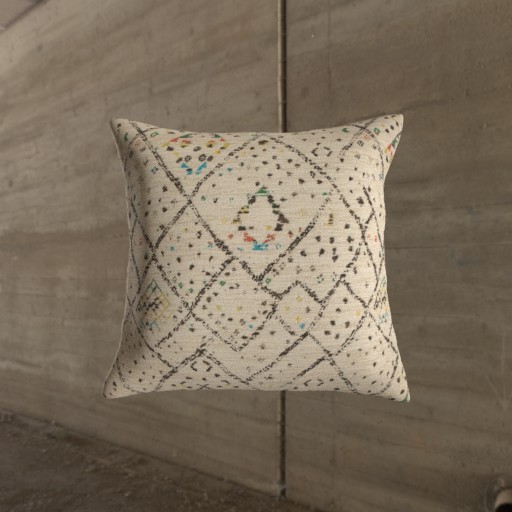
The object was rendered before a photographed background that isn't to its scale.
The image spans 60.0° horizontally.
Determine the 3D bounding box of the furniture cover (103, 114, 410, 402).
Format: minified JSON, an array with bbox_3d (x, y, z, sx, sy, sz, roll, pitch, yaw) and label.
[{"bbox_3d":[0.000,0.000,0.770,0.525,0.498,0.180,0,-2,0],"label":"furniture cover"}]
